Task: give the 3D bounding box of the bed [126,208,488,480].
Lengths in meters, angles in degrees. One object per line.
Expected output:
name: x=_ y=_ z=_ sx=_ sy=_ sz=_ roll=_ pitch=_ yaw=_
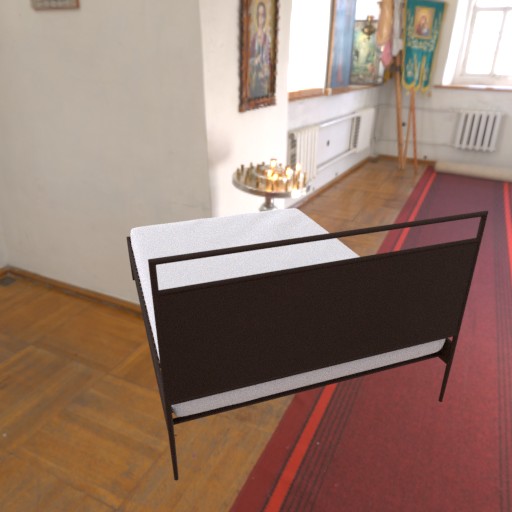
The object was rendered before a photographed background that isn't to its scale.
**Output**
bed: x=0.000 y=0.000 z=2.994 sx=1.572 sy=1.173 sz=2.122 roll=-9 pitch=27 yaw=-17
